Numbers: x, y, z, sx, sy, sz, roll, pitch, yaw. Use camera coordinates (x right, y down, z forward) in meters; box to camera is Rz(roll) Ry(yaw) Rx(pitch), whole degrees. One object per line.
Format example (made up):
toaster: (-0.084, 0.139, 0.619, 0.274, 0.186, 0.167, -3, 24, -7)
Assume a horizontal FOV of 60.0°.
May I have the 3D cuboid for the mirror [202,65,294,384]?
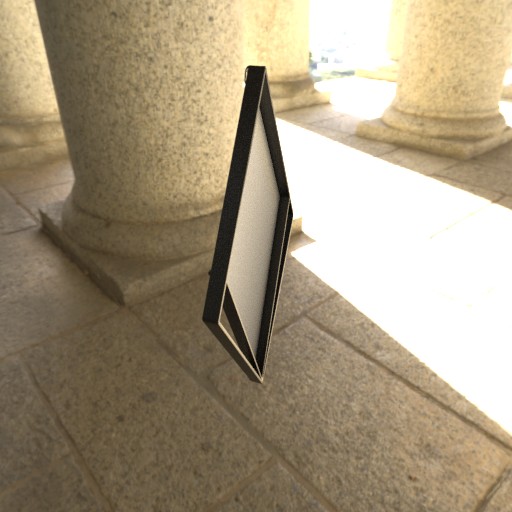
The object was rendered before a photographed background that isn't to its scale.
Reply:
mirror: (0.000, 0.000, 0.853, 0.032, 0.679, 0.419, 11, 32, 17)
